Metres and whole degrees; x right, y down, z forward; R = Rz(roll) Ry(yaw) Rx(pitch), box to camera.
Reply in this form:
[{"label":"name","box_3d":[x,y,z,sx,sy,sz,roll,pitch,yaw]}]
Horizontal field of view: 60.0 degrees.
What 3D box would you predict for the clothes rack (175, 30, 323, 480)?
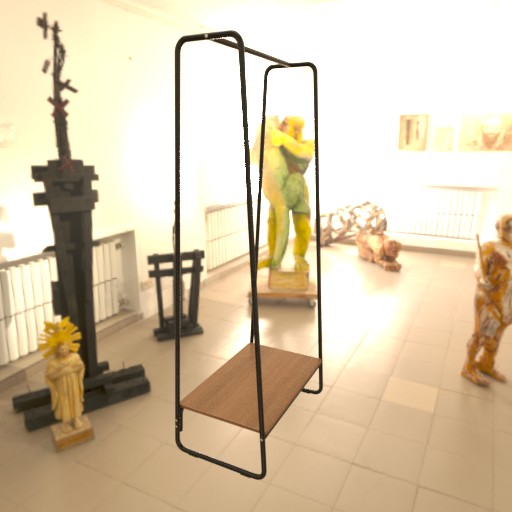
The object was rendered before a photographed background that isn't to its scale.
[{"label":"clothes rack","box_3d":[0.000,0.000,1.757,0.400,1.500,0.640,8,17,26]}]
